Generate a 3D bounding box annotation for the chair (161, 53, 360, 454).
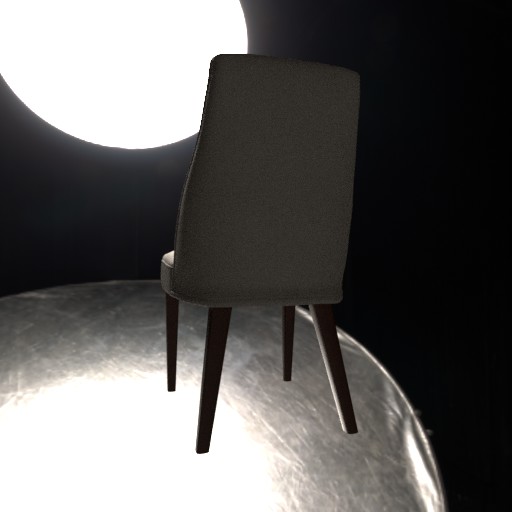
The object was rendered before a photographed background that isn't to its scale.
[{"bbox_3d":[0.000,0.000,1.304,0.500,0.930,0.620,0,0,-17],"label":"chair"}]
